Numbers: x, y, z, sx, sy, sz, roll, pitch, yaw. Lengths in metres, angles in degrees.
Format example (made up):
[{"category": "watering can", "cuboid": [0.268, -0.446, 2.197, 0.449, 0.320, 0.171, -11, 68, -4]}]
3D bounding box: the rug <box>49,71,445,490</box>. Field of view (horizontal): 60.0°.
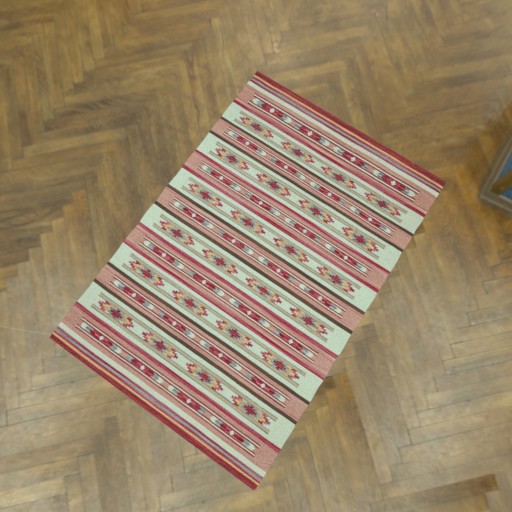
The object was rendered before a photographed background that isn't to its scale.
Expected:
[{"category": "rug", "cuboid": [0.000, 0.000, 2.268, 1.223, 0.008, 1.817, 33, 78, 8]}]
